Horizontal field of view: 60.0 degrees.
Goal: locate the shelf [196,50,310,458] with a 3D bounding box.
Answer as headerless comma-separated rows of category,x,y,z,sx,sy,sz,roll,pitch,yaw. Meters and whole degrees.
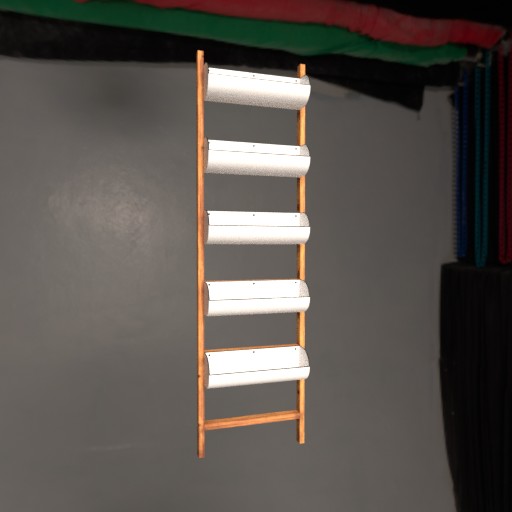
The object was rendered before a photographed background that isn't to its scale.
shelf,0.000,0.000,1.773,0.454,1.600,0.141,0,1,-17
